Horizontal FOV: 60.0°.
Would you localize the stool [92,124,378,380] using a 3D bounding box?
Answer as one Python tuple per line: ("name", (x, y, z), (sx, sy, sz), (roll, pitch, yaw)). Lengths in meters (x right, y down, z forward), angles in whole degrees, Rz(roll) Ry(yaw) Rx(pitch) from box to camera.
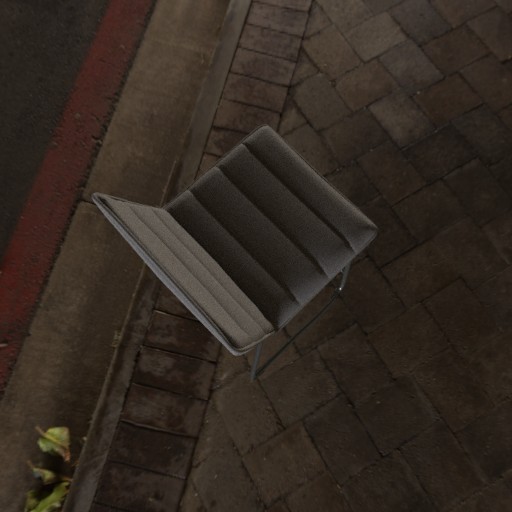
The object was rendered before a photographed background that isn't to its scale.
("stool", (0.000, 0.000, 1.243), (0.490, 0.960, 0.490), (-42, 79, -10))
